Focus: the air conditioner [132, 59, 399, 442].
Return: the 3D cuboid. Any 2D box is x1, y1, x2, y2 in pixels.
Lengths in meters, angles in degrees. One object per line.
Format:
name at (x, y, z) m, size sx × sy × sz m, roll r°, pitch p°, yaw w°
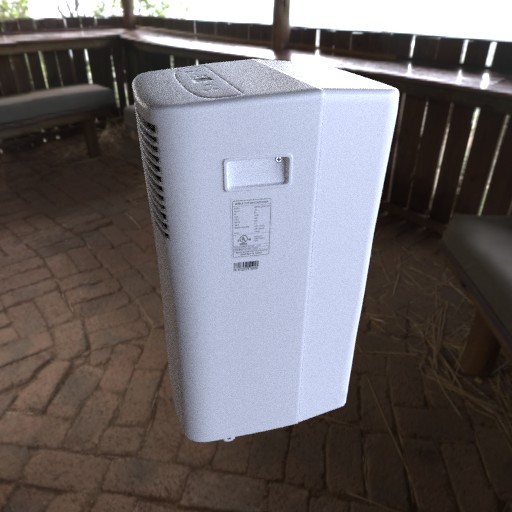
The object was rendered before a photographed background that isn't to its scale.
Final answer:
air conditioner at (0.000, 0.000, 0.783) m, size 0.349 × 0.606 × 0.304 m, roll -9°, pitch 32°, yaw -14°
